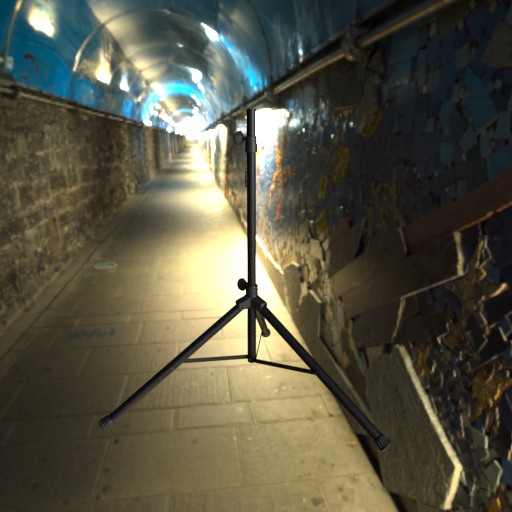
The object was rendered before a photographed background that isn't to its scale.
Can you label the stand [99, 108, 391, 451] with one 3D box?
[{"bbox_3d":[0.000,0.000,1.826,1.045,1.136,0.907,2,15,7],"label":"stand"}]
